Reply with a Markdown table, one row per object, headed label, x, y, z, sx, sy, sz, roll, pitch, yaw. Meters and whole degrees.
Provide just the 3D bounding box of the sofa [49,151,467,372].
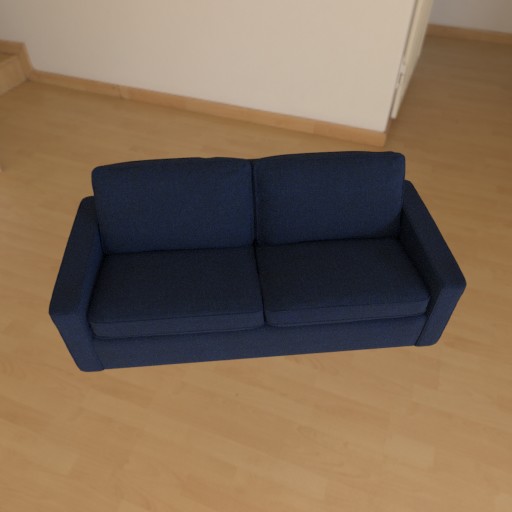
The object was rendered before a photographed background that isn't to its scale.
| label | x | y | z | sx | sy | sz | roll | pitch | yaw |
| --- | --- | --- | --- | --- | --- | --- | --- | --- | --- |
| sofa | 0.000 | 0.000 | 2.555 | 2.080 | 0.919 | 0.940 | -4 | 46 | -3 |
